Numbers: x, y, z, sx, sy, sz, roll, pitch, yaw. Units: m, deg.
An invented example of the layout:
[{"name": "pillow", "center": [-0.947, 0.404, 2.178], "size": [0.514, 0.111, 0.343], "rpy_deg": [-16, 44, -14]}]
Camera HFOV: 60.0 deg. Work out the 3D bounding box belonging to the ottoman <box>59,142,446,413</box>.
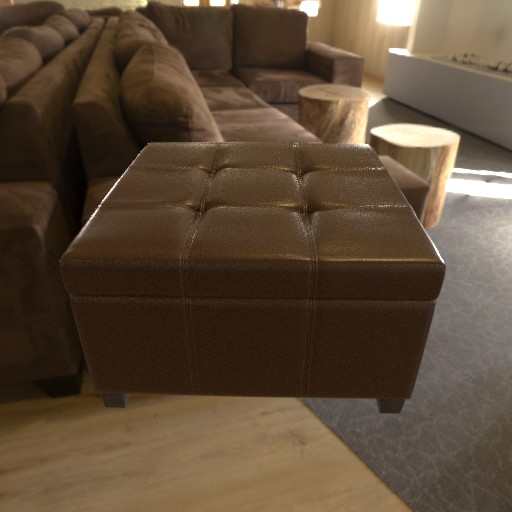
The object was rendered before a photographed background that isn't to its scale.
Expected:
[{"name": "ottoman", "center": [0.000, 0.000, 1.313], "size": [0.787, 0.460, 0.788], "rpy_deg": [1, 31, 1]}]
